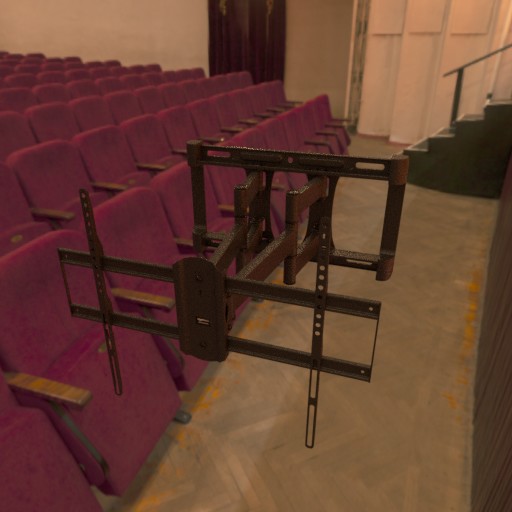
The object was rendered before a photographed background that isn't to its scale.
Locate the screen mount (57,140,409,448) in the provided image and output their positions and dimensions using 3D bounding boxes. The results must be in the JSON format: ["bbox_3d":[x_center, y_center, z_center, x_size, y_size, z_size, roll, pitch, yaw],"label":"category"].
[{"bbox_3d":[0.000,0.000,1.115,0.661,0.491,0.644,9,27,17],"label":"screen mount"}]
